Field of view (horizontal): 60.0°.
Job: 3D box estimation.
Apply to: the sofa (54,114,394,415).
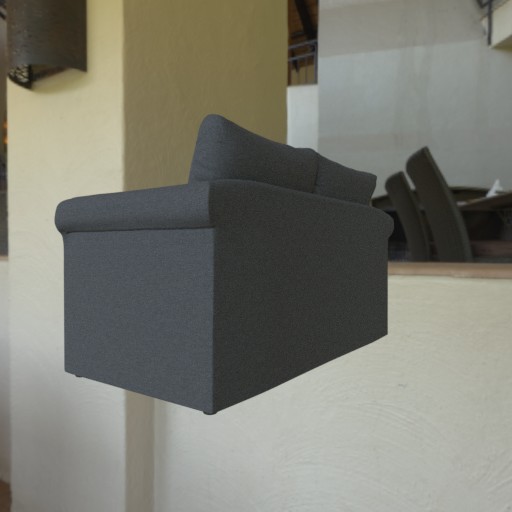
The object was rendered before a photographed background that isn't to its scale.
[{"bbox_3d":[0.000,0.000,1.958,0.741,0.872,1.460,1,1,36],"label":"sofa"}]
